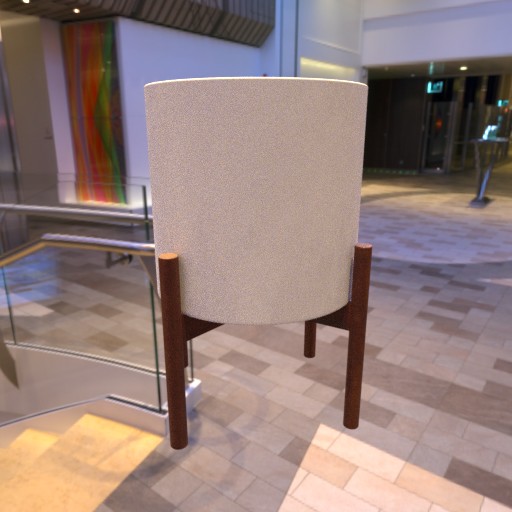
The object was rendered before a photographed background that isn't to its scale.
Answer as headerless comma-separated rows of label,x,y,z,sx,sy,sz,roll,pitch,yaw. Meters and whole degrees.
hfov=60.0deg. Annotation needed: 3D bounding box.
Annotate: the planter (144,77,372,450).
planter,0.000,0.000,0.944,0.417,0.670,0.417,-3,17,-9
